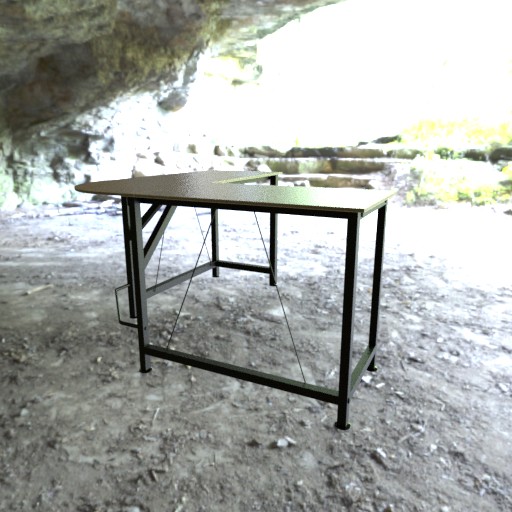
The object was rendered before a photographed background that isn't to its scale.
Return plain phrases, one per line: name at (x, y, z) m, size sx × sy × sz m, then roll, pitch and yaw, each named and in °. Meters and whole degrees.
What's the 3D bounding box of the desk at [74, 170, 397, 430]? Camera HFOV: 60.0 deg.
desk at (0.000, 0.000, 2.282) m, size 1.400 × 0.762 × 1.400 m, roll 7°, pitch 16°, yaw 26°
